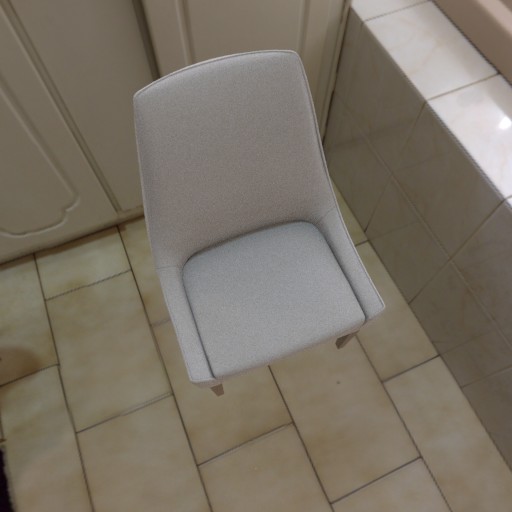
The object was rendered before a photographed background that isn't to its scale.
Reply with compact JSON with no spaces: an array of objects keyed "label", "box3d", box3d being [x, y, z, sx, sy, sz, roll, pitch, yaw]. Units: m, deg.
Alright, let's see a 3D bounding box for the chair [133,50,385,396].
[{"label":"chair","box3d":[0.000,0.000,1.189,0.529,0.861,0.544,-19,66,-9]}]
